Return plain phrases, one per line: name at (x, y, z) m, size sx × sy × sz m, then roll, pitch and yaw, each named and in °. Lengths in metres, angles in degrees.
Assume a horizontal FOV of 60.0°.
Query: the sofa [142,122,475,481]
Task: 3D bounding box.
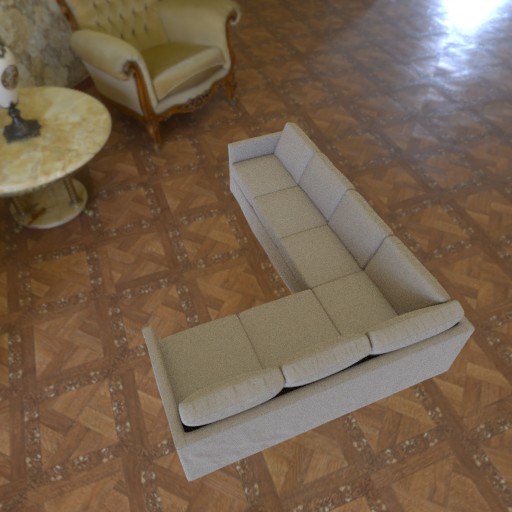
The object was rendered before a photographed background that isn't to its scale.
sofa at (0.000, 0.000, 4.315) m, size 2.432 × 0.871 × 3.182 m, roll -17°, pitch 49°, yaw -15°
